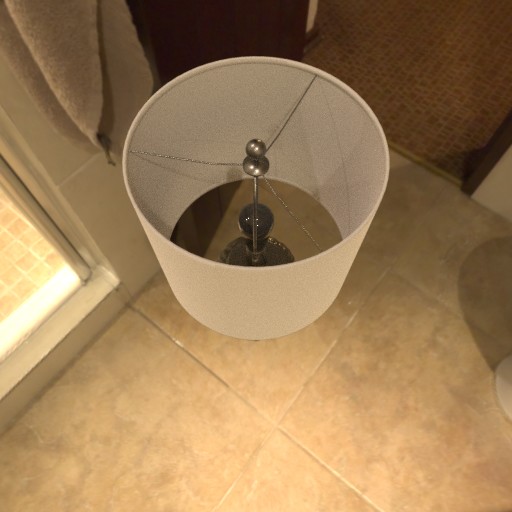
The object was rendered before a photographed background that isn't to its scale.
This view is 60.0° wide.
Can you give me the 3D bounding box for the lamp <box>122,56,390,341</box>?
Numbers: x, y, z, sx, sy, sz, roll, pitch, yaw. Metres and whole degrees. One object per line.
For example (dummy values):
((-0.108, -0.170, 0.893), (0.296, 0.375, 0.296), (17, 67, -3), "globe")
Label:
((0.000, 0.000, 0.508), (0.203, 0.389, 0.203), (1, 64, 1), "lamp")
